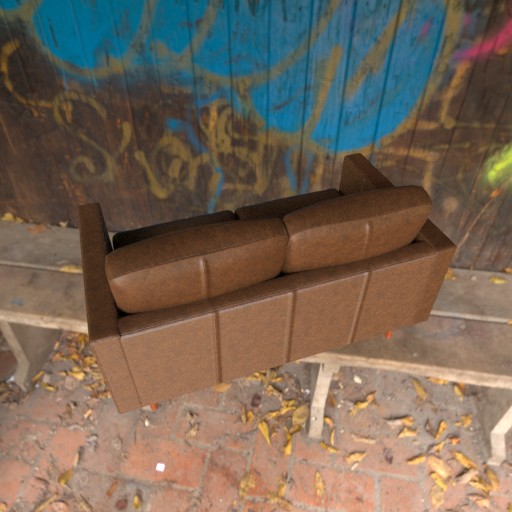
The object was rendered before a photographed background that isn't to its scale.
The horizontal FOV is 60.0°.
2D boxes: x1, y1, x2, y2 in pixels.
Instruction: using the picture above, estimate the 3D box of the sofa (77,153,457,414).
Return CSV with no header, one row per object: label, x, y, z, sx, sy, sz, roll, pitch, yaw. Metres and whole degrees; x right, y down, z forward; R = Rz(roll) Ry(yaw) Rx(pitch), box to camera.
sofa,0.000,0.000,2.221,1.578,0.951,0.909,-13,44,-14
